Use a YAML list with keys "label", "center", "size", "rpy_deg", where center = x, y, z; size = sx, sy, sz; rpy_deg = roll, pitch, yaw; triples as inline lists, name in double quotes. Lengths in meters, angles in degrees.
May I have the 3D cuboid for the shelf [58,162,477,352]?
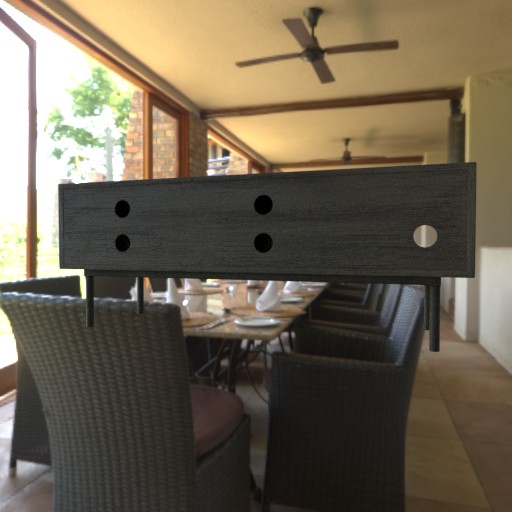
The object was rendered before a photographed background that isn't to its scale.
- label: "shelf"
  center: [0.000, 0.000, 1.513]
  size: [1.300, 0.495, 0.400]
  rpy_deg: [1, 2, 18]
